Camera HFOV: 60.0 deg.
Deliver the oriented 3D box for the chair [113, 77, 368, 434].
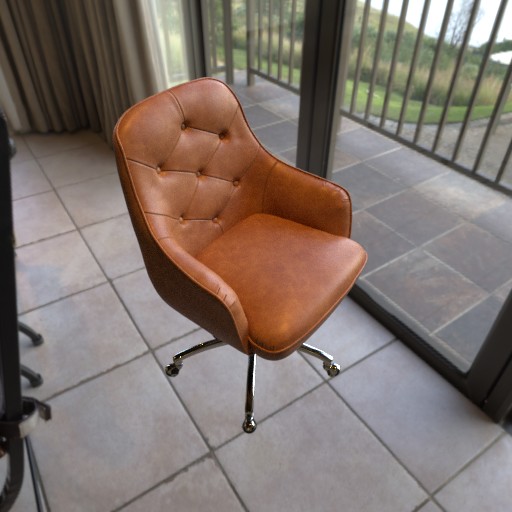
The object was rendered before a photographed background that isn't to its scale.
[{"bbox_3d":[0.000,0.000,1.366,0.615,0.909,0.628,27,47,28],"label":"chair"}]
